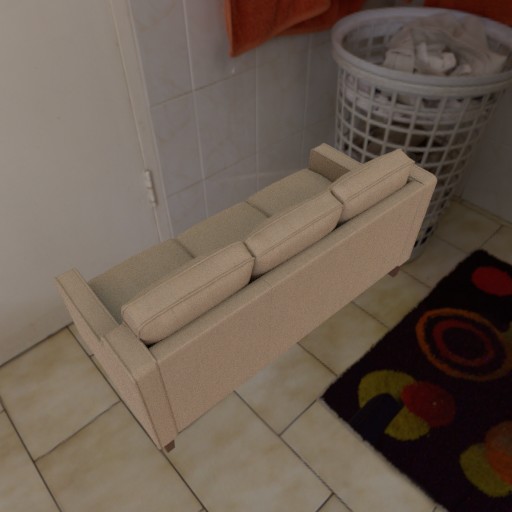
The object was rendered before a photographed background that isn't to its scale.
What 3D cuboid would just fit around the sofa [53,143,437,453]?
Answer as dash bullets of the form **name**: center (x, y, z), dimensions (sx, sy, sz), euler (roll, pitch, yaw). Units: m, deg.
- **sofa**: center (0.000, 0.000, 2.580), dimensions (1.986, 0.974, 0.911), euler (-31, 53, -27)
